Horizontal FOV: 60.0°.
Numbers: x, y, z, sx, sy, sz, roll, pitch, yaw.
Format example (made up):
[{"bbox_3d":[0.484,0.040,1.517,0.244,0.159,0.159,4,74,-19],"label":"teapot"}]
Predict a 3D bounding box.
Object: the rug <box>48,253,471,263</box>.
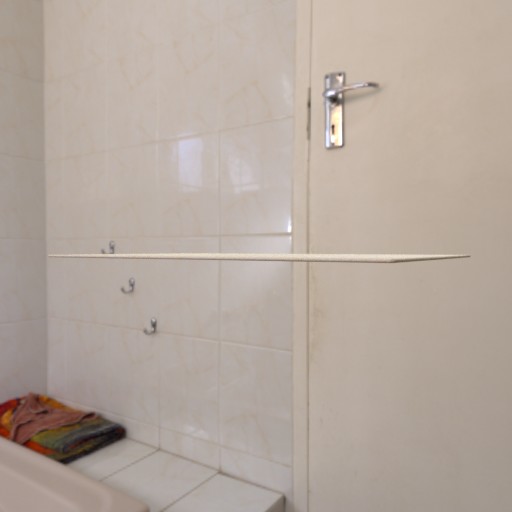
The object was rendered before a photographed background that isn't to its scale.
[{"bbox_3d":[0.000,0.000,2.316,1.848,0.014,1.238,1,1,35],"label":"rug"}]
